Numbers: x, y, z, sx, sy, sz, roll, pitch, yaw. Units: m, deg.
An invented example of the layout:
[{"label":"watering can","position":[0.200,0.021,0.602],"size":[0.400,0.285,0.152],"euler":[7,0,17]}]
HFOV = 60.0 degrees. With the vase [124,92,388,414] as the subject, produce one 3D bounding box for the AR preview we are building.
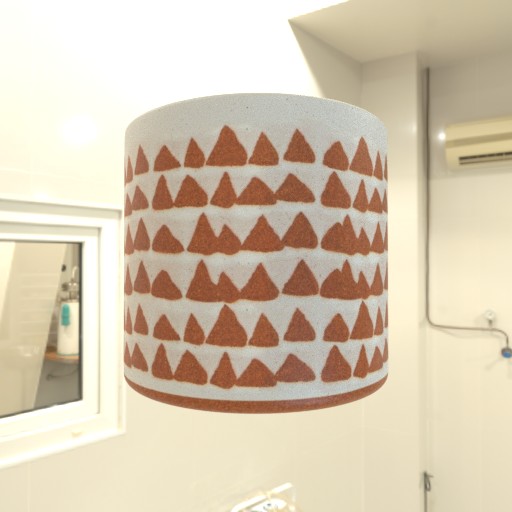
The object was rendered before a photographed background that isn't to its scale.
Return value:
[{"label":"vase","position":[0.000,0.000,0.240],"size":[0.137,0.127,0.137],"euler":[0,-1,0]}]
